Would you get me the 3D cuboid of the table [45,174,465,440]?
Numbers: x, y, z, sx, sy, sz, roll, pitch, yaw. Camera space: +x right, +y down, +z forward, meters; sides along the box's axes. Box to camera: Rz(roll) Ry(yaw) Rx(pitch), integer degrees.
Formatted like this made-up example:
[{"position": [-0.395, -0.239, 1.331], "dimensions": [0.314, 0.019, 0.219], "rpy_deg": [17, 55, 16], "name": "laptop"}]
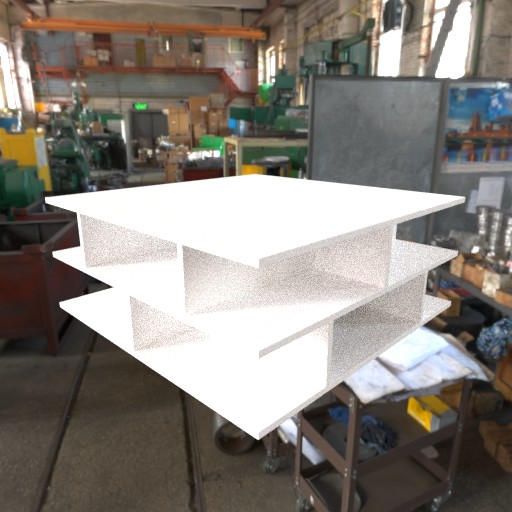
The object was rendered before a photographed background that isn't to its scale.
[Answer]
[{"position": [0.000, 0.000, 1.085], "dimensions": [0.700, 0.289, 0.700], "rpy_deg": [16, 23, 42], "name": "table"}]
